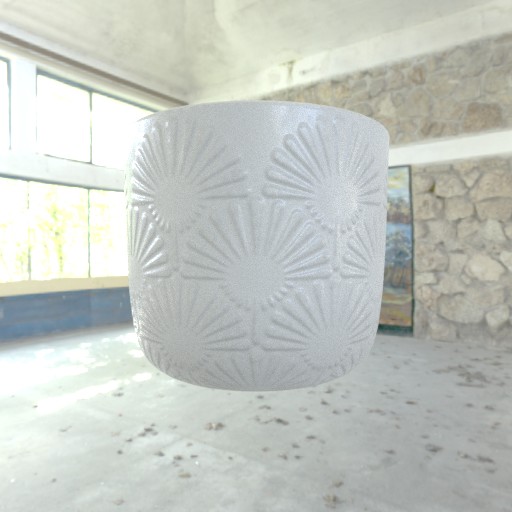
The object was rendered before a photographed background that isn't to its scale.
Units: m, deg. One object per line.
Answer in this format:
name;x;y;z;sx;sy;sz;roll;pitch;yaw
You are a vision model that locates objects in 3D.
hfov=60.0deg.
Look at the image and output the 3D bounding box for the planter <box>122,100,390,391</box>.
planter;0.000;0.000;0.215;0.124;0.109;0.124;0;0;0
